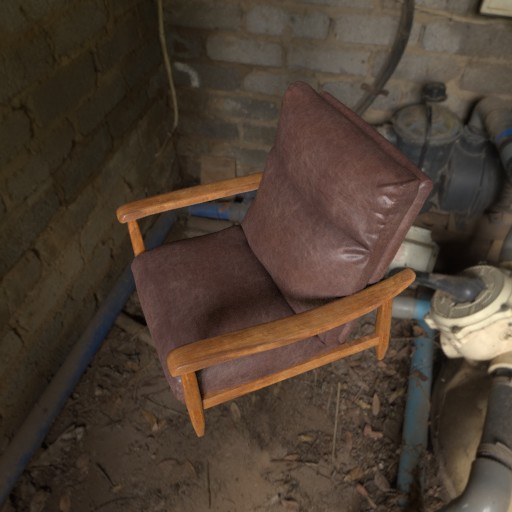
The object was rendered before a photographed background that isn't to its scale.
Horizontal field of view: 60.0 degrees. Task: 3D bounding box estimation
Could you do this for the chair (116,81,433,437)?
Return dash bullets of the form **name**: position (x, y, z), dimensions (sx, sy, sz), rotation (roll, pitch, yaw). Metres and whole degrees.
- **chair**: position (0.000, 0.000, 1.543), dimensions (0.830, 0.897, 0.782), rotation (-18, 49, -16)
